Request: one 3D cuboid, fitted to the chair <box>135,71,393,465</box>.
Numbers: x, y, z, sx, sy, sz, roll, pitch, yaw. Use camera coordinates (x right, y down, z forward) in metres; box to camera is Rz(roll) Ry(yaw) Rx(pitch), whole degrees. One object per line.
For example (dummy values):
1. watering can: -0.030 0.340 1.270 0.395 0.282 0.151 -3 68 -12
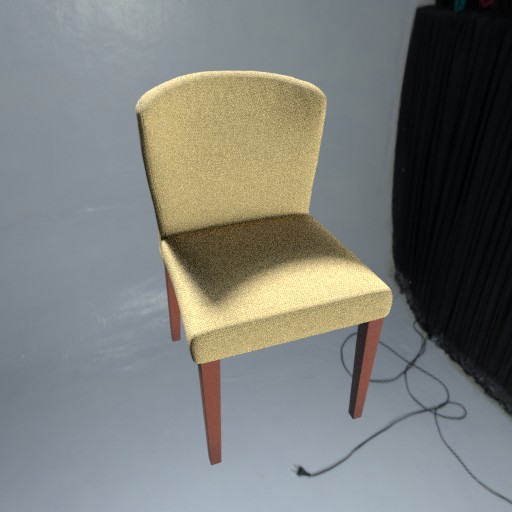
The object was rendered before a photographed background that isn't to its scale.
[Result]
1. chair: 0.000 0.000 1.174 0.491 0.839 0.589 -11 33 -17
